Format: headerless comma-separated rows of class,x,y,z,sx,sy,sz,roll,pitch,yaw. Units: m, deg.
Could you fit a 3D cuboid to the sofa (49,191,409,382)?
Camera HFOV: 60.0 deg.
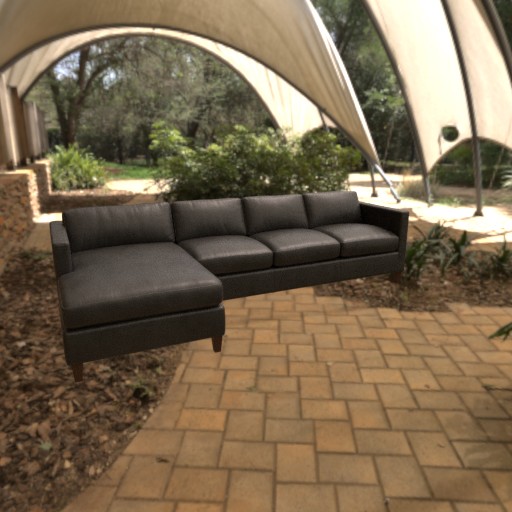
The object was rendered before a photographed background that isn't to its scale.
sofa,0.000,0.000,3.865,3.203,0.883,1.581,-7,17,-24
